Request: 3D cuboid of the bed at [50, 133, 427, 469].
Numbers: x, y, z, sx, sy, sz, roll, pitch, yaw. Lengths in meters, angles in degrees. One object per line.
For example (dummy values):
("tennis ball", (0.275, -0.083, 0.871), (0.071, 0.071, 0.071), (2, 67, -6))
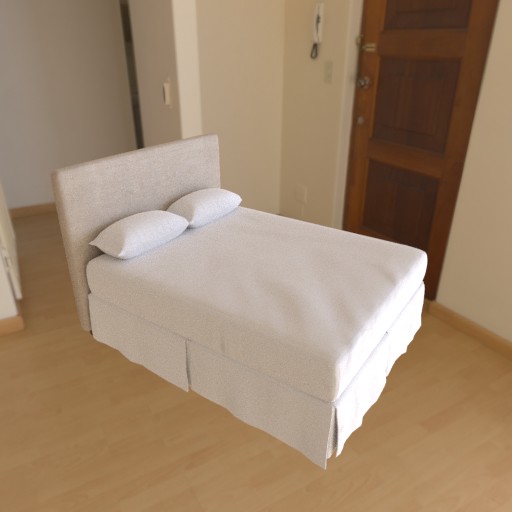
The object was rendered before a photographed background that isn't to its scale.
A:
("bed", (0.000, 0.000, 3.234), (2.162, 1.330, 1.713), (17, 30, 31))
